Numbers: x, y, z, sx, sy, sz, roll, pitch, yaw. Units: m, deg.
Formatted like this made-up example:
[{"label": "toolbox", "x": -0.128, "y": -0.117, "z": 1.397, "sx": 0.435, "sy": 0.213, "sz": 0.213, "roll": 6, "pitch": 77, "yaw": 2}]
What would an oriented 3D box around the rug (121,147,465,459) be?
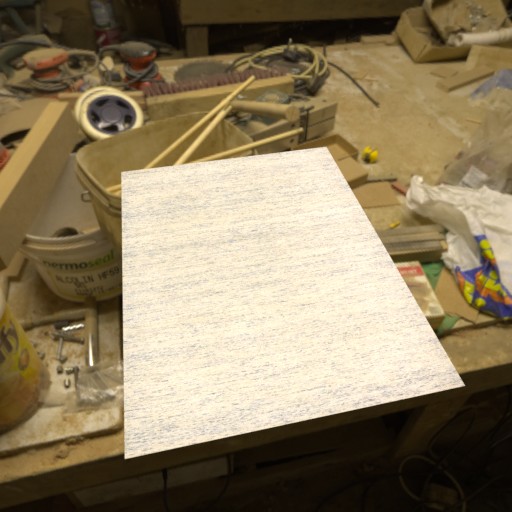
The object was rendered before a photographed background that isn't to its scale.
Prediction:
[{"label": "rug", "x": 0.000, "y": 0.000, "z": 4.136, "sx": 2.438, "sy": 0.006, "sz": 3.197, "roll": -9, "pitch": 47, "yaw": -8}]
